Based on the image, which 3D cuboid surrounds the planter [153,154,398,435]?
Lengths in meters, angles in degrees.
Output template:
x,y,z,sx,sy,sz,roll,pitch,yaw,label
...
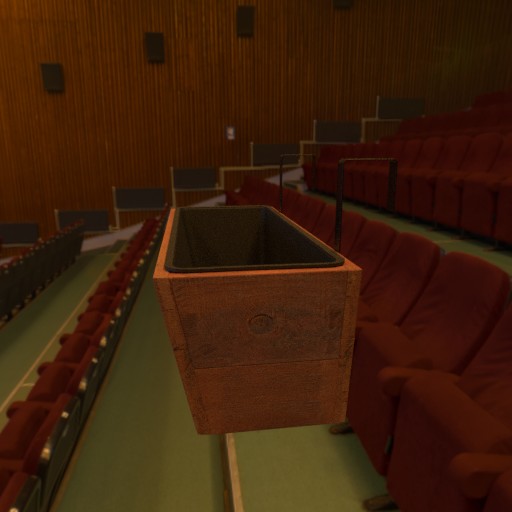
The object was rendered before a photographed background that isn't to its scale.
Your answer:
x,y,z,sx,sy,sz,roll,pitch,yaw,label
0.000,0.000,0.660,0.262,0.289,0.480,-2,14,-8,planter
